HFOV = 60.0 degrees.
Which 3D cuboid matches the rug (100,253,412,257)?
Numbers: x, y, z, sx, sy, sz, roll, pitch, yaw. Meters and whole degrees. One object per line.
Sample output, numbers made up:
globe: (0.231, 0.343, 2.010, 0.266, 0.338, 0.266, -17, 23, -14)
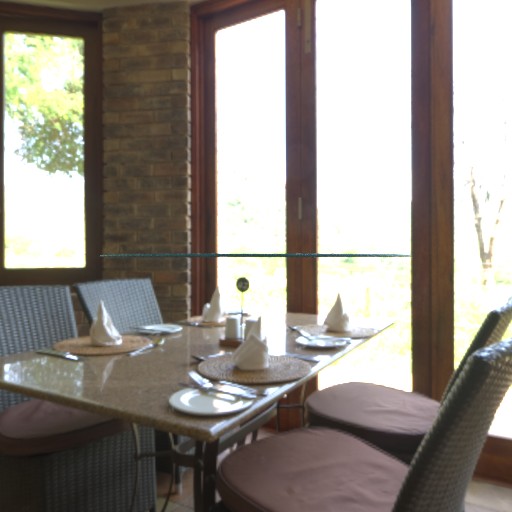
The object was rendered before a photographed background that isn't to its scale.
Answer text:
rug: (0.000, 0.000, 2.404, 1.593, 0.012, 1.593, 0, 0, 0)
